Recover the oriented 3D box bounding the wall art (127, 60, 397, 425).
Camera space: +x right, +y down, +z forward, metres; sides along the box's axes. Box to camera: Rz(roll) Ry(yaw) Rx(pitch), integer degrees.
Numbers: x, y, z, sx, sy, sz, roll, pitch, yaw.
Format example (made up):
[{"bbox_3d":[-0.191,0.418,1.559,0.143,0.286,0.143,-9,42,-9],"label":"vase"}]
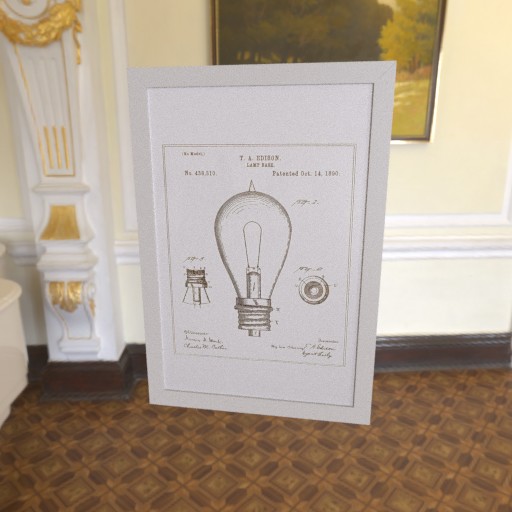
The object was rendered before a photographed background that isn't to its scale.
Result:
[{"bbox_3d":[0.000,0.000,0.592,0.325,0.474,0.010,2,15,9],"label":"wall art"}]
